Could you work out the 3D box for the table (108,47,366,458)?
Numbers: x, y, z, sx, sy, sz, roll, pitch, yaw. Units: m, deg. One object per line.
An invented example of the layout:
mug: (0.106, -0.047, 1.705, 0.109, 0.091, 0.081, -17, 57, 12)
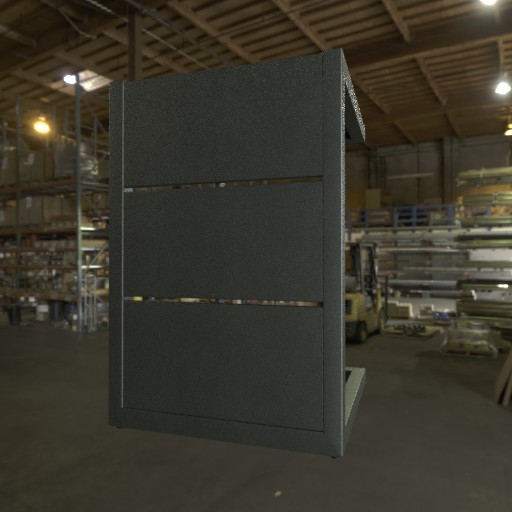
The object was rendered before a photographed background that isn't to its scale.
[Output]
table: (0.000, 0.000, 0.911, 0.405, 0.609, 0.420, 0, -1, 18)
